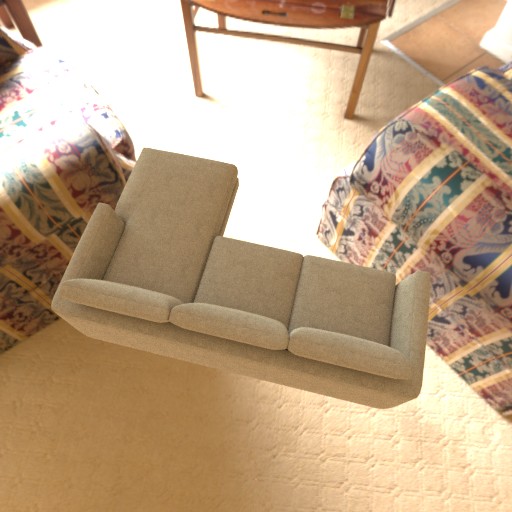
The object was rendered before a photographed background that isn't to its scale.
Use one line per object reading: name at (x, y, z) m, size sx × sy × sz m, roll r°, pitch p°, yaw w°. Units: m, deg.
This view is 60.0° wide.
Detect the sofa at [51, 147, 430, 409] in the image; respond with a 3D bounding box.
sofa at (0.000, 0.000, 3.290) m, size 2.438 × 0.864 × 1.626 m, roll 12°, pitch 64°, yaw 6°
